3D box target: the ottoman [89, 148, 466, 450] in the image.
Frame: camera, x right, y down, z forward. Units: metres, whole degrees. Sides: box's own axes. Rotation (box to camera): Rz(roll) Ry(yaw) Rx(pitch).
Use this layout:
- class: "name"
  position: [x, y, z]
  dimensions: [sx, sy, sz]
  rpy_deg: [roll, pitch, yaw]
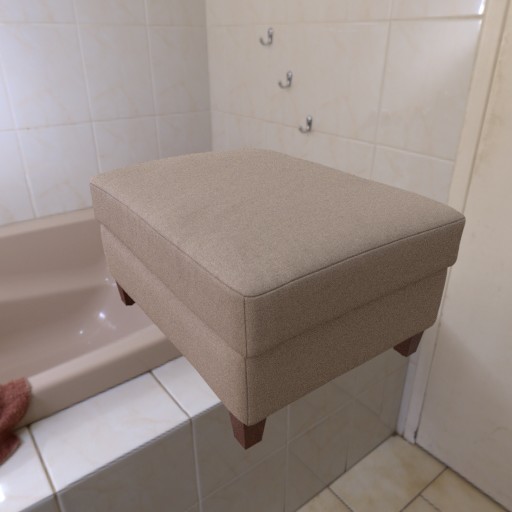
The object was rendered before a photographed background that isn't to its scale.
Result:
- class: "ottoman"
  position: [0.000, 0.000, 1.327]
  dimensions: [0.692, 0.511, 0.902]
  rpy_deg: [-17, 31, -31]
